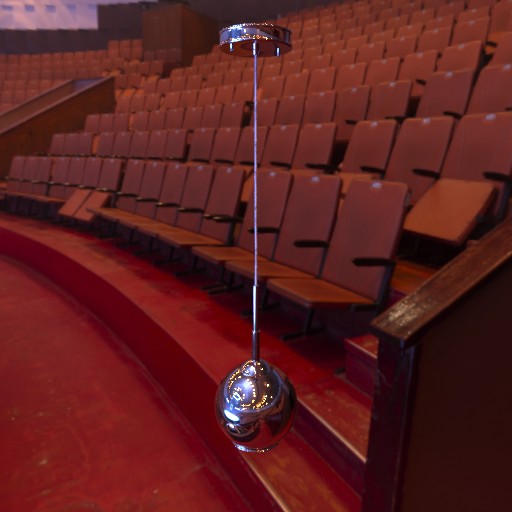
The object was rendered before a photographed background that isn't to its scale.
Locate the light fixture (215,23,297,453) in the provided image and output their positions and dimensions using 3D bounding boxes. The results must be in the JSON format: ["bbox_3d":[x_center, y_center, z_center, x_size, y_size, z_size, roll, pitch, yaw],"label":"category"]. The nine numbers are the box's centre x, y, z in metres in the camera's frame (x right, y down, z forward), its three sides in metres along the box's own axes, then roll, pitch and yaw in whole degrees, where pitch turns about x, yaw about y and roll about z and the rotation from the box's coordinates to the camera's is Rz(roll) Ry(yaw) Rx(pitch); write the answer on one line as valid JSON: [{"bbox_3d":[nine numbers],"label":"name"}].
[{"bbox_3d":[0.000,0.000,1.668,0.336,1.538,0.336,-6,14,-26],"label":"light fixture"}]
